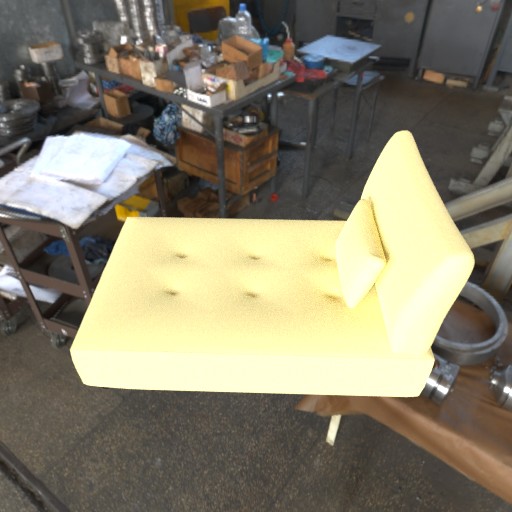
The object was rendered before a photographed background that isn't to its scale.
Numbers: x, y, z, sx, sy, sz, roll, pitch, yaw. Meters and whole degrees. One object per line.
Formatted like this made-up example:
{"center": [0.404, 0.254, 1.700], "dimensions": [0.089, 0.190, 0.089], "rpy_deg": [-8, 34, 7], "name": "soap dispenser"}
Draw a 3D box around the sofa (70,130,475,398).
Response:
{"center": [0.000, 0.000, 2.005], "dimensions": [1.450, 0.820, 0.930], "rpy_deg": [1, 41, 1], "name": "sofa"}
